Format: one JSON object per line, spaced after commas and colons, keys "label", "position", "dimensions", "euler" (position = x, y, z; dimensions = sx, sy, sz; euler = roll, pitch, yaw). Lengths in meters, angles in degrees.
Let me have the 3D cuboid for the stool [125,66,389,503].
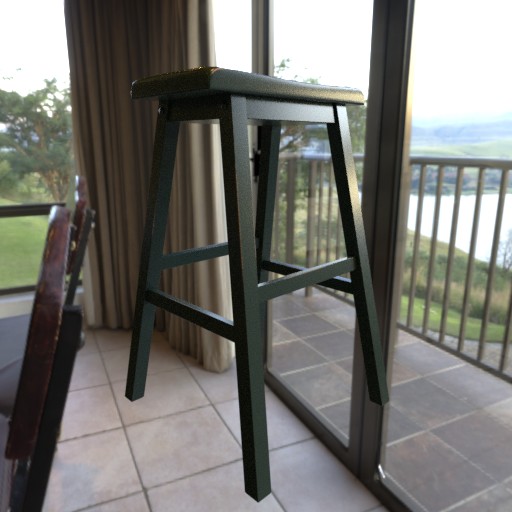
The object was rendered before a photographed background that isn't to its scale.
{"label": "stool", "position": [0.000, 0.000, 1.013], "dimensions": [0.457, 0.737, 0.476], "euler": [-14, 20, -43]}
